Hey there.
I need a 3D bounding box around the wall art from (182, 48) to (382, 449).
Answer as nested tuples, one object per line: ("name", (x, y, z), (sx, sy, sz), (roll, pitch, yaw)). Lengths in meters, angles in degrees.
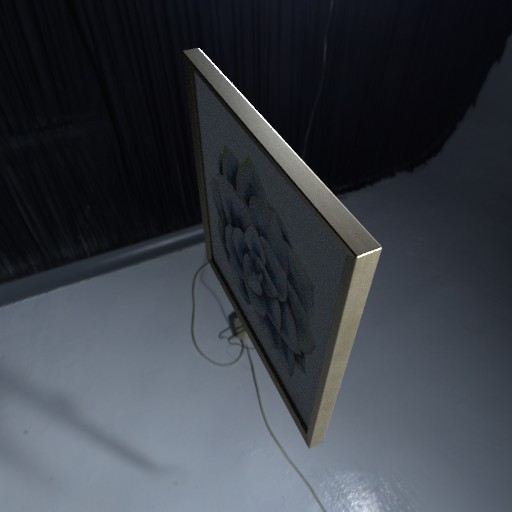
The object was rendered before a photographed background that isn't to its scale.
("wall art", (0.000, 0.000, 0.759), (0.030, 0.506, 0.503), (-19, 50, -17))
